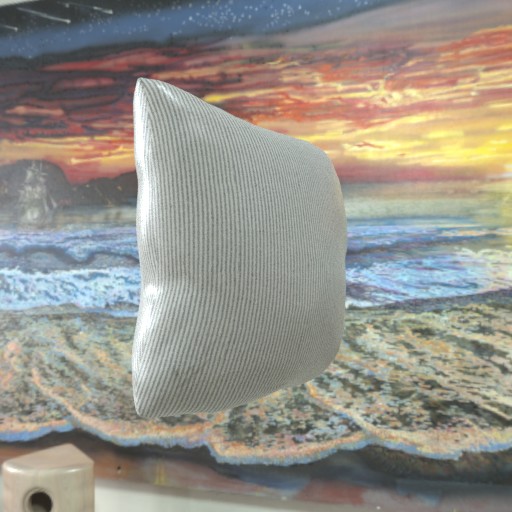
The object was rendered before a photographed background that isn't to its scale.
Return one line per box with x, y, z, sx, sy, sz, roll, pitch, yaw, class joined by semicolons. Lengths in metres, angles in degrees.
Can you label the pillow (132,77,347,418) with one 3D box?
0.000;0.000;0.700;0.387;0.432;0.310;0;-1;-19;pillow
